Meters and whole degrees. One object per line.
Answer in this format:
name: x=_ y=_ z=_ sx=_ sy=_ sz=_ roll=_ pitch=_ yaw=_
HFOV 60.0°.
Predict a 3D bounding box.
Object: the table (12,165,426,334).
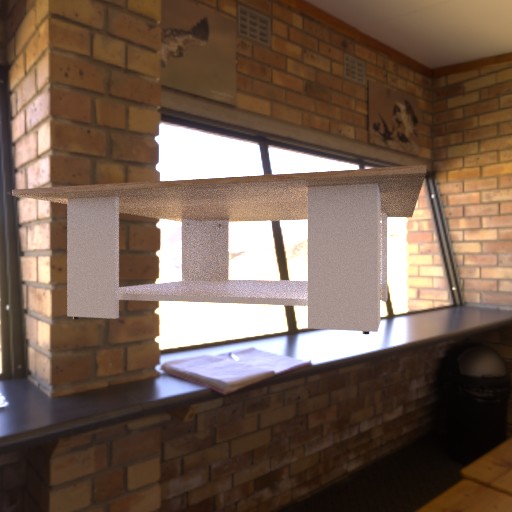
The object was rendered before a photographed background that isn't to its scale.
table: x=0.000 y=0.000 z=1.305 sx=0.890 sy=0.305 sz=0.890 roll=0 pitch=0 yaw=18
